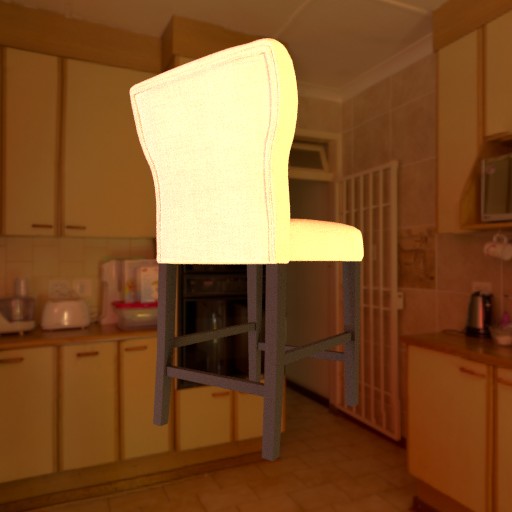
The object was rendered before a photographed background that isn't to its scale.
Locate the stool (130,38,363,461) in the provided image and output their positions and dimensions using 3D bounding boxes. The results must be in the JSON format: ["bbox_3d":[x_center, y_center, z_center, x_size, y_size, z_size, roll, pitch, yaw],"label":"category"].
[{"bbox_3d":[0.000,0.000,1.341,0.514,0.972,0.603,0,-1,35],"label":"stool"}]
